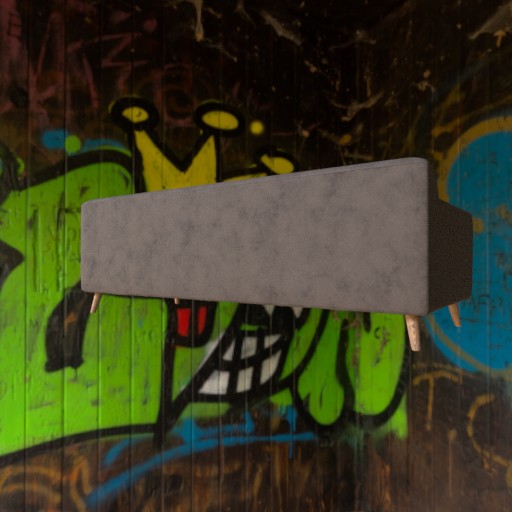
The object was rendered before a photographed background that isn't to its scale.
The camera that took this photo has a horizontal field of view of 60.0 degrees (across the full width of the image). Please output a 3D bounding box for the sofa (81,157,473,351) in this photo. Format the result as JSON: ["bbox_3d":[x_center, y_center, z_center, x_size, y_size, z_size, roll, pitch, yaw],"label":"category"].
[{"bbox_3d":[0.000,0.000,2.613,2.190,0.740,0.900,0,-1,36],"label":"sofa"}]
